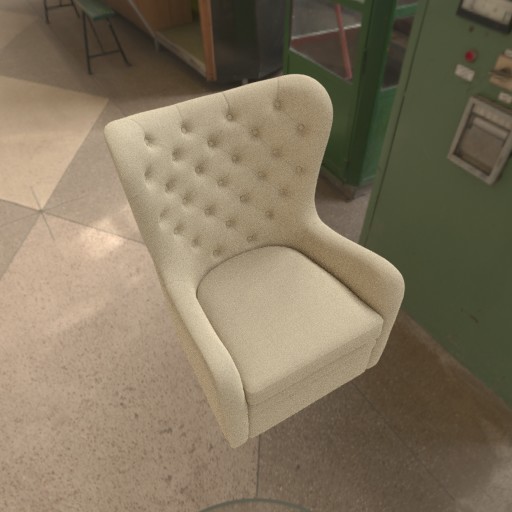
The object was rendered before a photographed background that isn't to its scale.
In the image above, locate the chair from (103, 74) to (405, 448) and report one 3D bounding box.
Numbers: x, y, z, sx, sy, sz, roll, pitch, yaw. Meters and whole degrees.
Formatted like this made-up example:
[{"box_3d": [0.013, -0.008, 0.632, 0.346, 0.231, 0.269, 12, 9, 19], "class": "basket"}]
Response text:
[{"box_3d": [0.000, 0.000, 1.765, 0.831, 1.079, 0.929, -23, 50, -21], "class": "chair"}]
